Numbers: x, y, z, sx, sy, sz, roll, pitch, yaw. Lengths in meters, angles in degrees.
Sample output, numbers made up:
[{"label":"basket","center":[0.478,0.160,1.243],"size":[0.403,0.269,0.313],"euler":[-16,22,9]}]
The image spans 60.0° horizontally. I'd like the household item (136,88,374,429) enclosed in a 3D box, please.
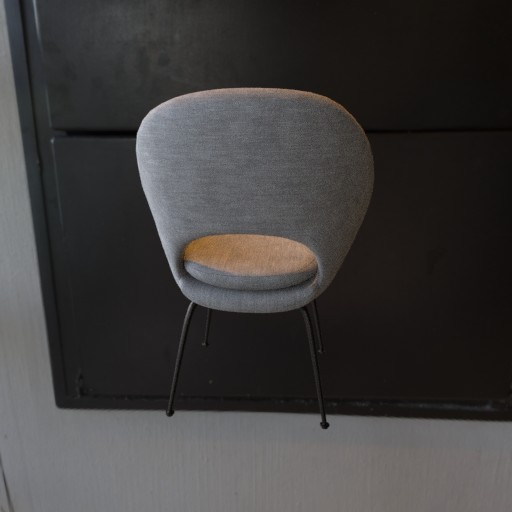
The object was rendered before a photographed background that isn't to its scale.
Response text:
[{"label":"household item","center":[0.000,0.000,1.295],"size":[0.643,0.869,0.587],"euler":[2,15,7]}]
